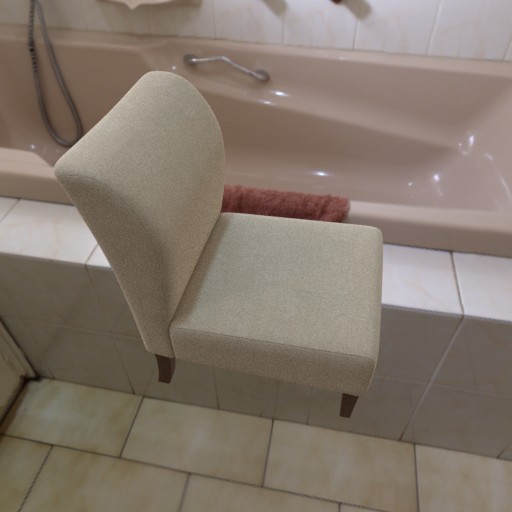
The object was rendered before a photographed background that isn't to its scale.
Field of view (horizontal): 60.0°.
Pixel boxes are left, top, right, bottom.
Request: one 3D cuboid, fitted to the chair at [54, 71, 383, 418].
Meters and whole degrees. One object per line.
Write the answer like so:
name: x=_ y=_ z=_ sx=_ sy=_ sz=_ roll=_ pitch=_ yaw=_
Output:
chair: x=0.000 y=0.000 z=1.297 sx=0.754 sy=0.833 sz=0.521 roll=9 pitch=45 yaw=9
